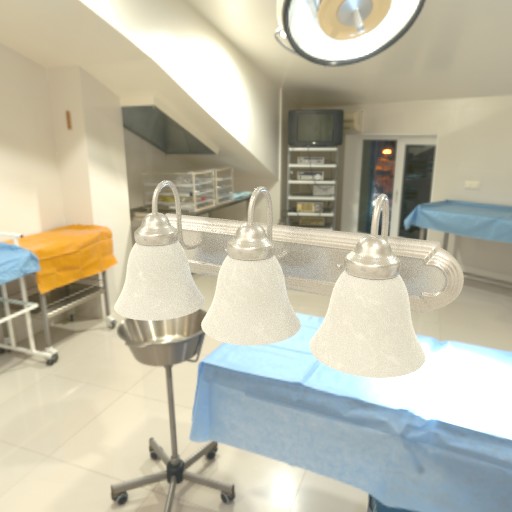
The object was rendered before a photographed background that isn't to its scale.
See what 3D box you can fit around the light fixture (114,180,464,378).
[{"bbox_3d":[0.000,0.000,0.721,0.610,0.222,0.199,8,17,27],"label":"light fixture"}]
